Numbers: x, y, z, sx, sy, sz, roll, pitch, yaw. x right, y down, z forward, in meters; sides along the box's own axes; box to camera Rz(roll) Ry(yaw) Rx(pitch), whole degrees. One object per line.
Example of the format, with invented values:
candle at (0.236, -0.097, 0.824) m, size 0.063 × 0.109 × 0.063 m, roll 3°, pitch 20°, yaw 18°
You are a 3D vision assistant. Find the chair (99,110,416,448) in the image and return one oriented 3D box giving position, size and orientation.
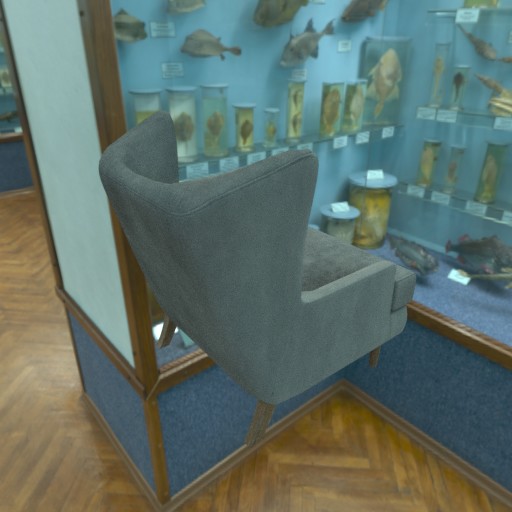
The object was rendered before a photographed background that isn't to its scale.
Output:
chair at (0.000, 0.000, 1.605) m, size 0.906 × 0.950 × 0.784 m, roll -19°, pitch 33°, yaw -33°
